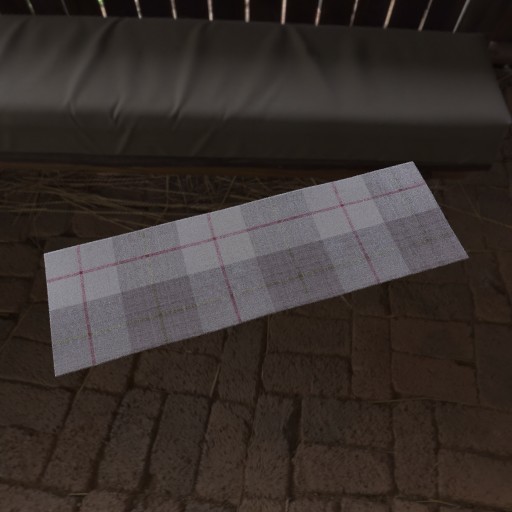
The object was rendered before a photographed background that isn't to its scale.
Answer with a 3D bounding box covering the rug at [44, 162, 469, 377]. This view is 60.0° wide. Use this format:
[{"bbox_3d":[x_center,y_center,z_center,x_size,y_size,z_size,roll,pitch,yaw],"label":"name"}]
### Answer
[{"bbox_3d":[0.000,0.000,2.666,2.439,0.013,0.762,-15,64,-8],"label":"rug"}]
